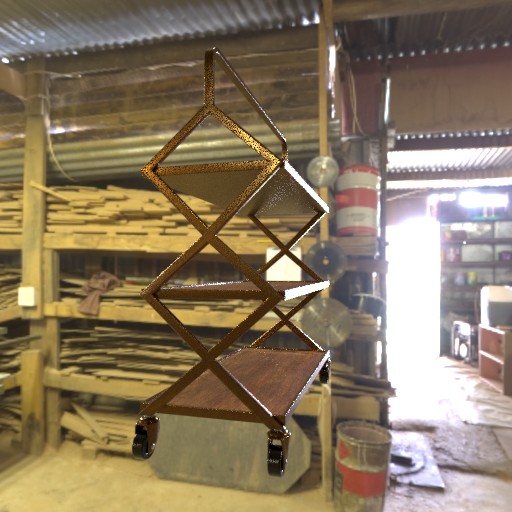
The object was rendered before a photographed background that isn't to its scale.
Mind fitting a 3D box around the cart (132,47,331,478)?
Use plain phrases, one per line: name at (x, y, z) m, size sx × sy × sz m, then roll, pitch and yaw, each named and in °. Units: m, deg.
cart at (0.000, 0.000, 1.160) m, size 0.313 × 0.805 × 0.723 m, roll 0°, pitch -2°, yaw 16°
